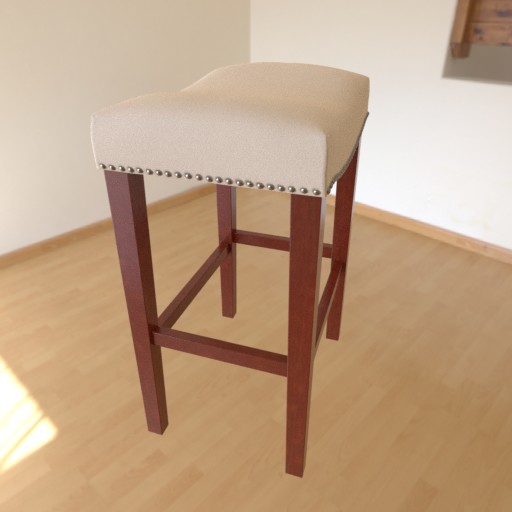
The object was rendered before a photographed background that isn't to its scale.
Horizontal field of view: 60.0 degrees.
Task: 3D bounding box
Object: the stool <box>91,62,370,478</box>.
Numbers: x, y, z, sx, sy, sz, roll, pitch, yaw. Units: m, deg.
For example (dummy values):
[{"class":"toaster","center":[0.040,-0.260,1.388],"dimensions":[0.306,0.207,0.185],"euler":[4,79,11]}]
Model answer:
[{"class":"stool","center":[0.000,0.000,0.979],"dimensions":[0.372,0.742,0.504],"euler":[10,32,16]}]
